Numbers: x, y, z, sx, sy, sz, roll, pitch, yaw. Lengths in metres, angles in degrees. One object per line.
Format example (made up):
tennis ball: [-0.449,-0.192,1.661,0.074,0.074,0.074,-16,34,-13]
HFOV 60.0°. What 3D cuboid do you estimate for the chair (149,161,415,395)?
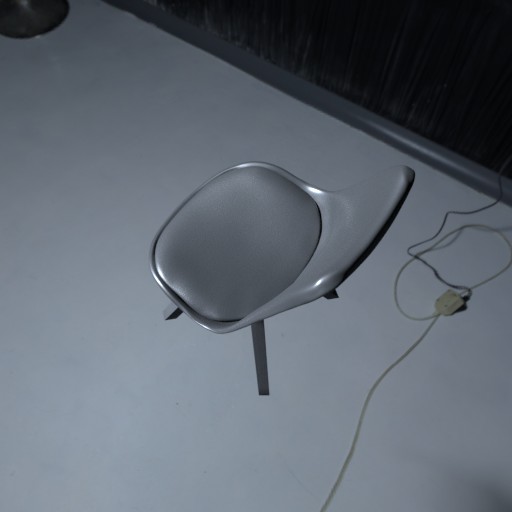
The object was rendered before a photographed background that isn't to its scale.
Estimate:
chair: [0.000,0.000,1.169,0.530,0.850,0.485,34,69,15]
